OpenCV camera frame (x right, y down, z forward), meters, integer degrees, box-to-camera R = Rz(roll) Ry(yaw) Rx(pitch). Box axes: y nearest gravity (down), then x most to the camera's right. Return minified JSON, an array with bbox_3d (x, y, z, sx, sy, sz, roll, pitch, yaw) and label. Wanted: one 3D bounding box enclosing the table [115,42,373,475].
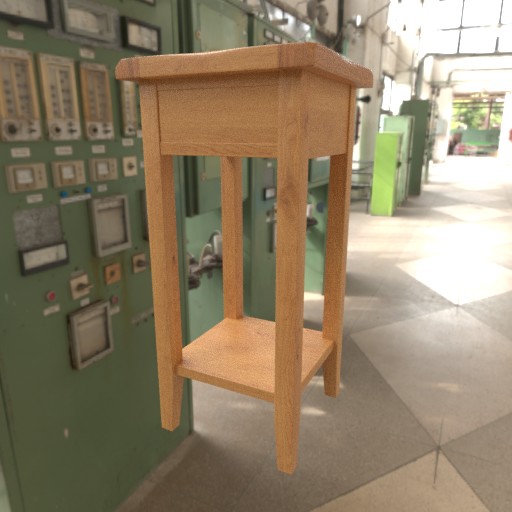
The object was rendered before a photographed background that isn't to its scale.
[{"bbox_3d":[0.000,0.000,0.931,0.360,0.740,0.360,8,17,26],"label":"table"}]
